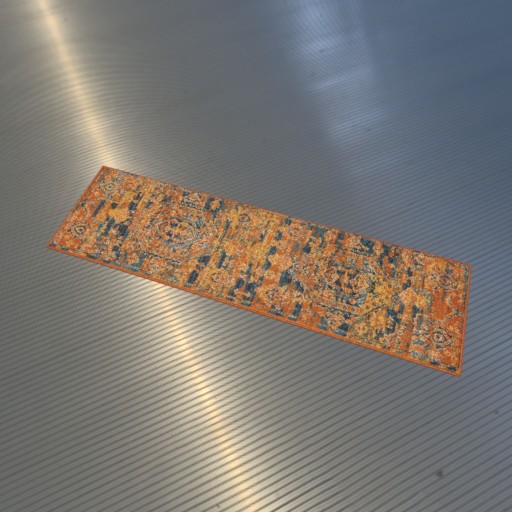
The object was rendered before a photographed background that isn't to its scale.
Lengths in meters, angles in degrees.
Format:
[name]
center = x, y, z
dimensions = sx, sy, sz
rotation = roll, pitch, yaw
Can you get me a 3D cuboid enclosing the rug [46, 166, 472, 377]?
[rug]
center = 0.000, 0.000, 2.456
dimensions = 2.274, 0.016, 0.651
rotation = 16, 60, 10
